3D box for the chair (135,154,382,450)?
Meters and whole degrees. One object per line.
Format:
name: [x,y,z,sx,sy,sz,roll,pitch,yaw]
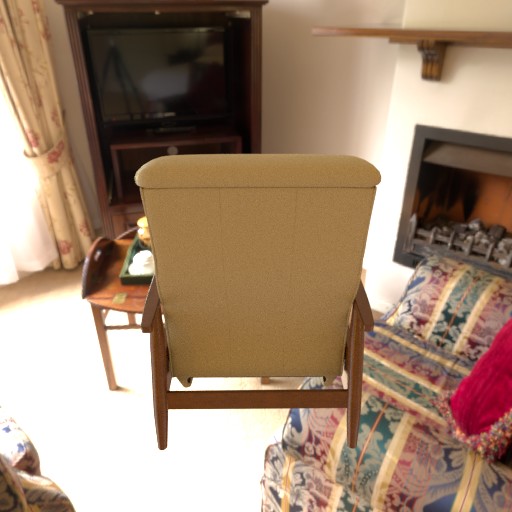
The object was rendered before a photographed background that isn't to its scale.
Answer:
chair: [0.000,0.000,1.794,0.762,1.082,1.014,0,29,-1]
